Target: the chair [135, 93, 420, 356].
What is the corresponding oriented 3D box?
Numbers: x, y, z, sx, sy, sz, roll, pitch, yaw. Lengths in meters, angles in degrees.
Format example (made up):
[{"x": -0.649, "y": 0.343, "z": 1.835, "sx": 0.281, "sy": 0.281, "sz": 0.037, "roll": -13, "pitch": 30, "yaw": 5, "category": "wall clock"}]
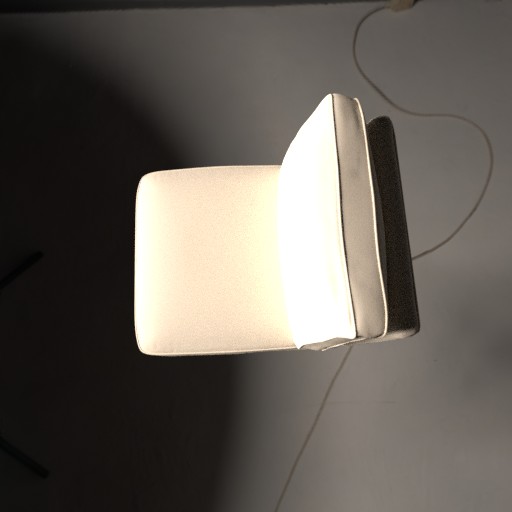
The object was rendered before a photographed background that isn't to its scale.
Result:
[{"x": 0.000, "y": 0.000, "z": 1.455, "sx": 0.781, "sy": 0.887, "sz": 0.630, "roll": -3, "pitch": 77, "yaw": -1, "category": "chair"}]
